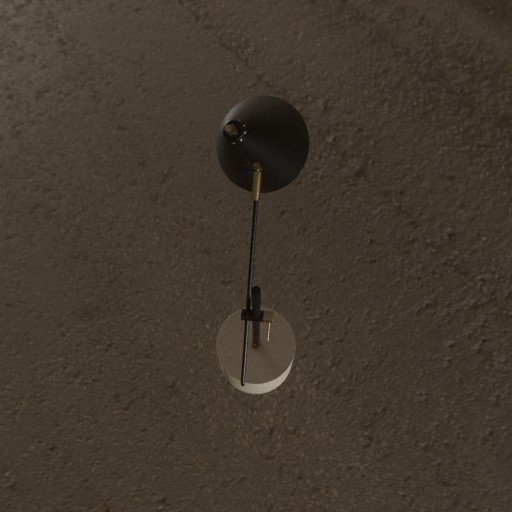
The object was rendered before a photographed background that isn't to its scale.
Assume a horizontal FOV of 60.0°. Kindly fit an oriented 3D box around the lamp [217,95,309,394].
[{"bbox_3d":[0.000,0.000,0.753,0.214,0.518,0.403,15,65,7],"label":"lamp"}]
